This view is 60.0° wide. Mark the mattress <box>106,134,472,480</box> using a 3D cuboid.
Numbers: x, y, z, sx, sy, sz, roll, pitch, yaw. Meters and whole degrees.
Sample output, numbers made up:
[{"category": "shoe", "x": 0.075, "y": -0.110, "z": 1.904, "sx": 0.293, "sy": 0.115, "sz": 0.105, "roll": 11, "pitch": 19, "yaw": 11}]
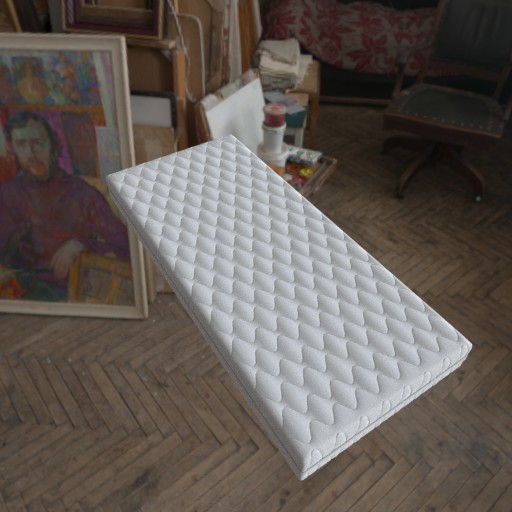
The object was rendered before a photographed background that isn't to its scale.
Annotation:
[{"category": "mattress", "x": 0.000, "y": 0.000, "z": 2.329, "sx": 0.900, "sy": 0.200, "sz": 2.000, "roll": -25, "pitch": 51, "yaw": -22}]
